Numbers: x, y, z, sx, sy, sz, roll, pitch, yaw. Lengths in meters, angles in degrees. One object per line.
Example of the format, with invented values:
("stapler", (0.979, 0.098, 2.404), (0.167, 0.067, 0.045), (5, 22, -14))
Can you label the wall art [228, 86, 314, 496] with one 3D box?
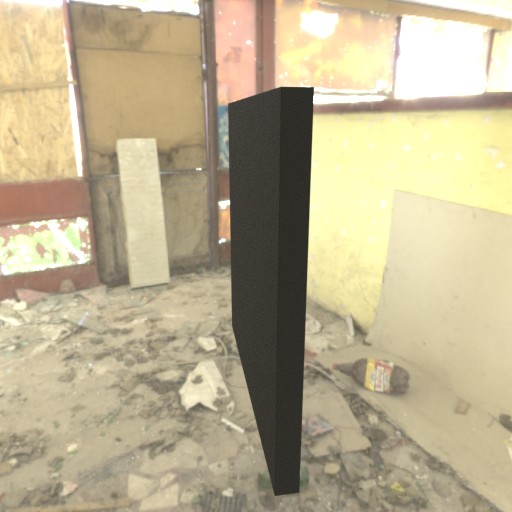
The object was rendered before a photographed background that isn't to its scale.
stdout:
("wall art", (0.000, 0.000, 0.682), (0.030, 0.458, 0.462), (-3, 17, -9))
